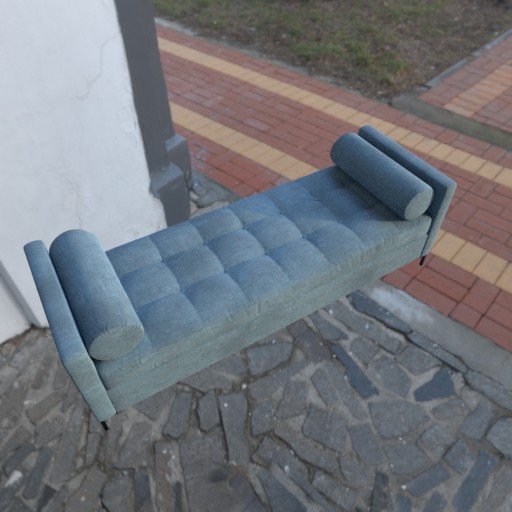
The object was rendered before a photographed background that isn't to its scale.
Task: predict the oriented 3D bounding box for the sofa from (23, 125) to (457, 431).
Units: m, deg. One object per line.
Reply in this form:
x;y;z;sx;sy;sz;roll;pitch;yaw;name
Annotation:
0.000;0.000;2.301;1.981;0.635;0.686;-23;51;-21;sofa
